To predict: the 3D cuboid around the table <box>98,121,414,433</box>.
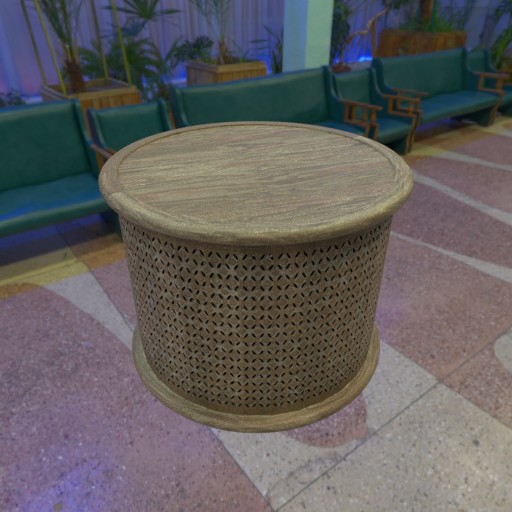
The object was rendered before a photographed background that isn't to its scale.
[{"bbox_3d":[0.000,0.000,1.004,0.607,0.450,0.607,0,32,0],"label":"table"}]
